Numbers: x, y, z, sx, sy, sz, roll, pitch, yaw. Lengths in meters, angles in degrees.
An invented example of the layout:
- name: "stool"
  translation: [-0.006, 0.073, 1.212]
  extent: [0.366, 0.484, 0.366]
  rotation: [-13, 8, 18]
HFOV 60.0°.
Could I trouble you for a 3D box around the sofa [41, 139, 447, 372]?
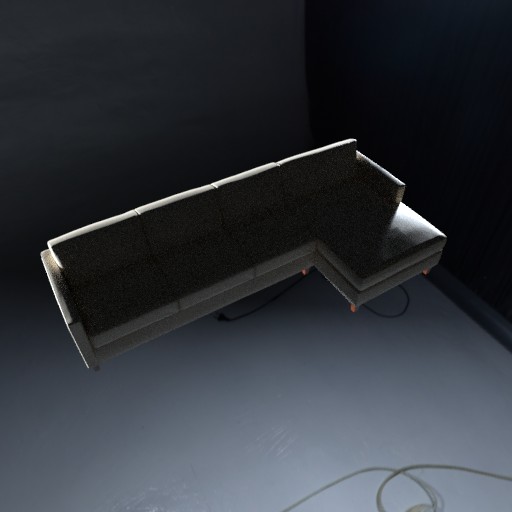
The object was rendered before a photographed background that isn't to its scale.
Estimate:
- name: "sofa"
  translation: [0.000, 0.000, 4.196]
  extent: [3.471, 0.954, 1.603]
  rotation: [-23, 49, -22]
